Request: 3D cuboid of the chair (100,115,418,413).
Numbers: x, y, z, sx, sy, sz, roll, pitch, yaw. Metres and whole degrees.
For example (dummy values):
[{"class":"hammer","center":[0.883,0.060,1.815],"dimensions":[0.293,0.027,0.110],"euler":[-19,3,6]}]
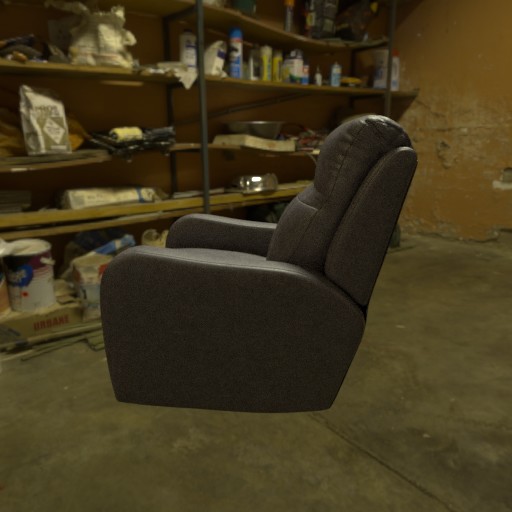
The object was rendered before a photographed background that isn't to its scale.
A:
[{"class":"chair","center":[0.000,0.000,1.808],"dimensions":[1.067,1.067,0.865],"euler":[2,15,7]}]
